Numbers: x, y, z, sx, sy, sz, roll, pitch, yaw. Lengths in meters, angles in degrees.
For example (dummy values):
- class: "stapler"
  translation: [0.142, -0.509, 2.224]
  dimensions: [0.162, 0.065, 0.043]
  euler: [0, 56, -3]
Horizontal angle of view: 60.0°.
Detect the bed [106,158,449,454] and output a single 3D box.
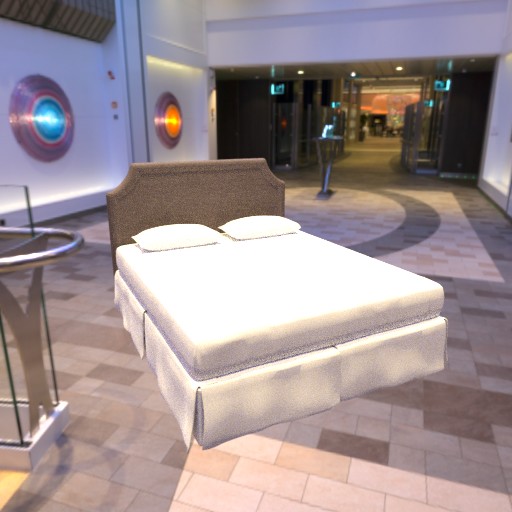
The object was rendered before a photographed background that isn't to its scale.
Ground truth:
- class: "bed"
  translation: [0.000, 0.000, 4.201]
  dimensions: [2.350, 1.590, 2.773]
  euler: [-8, 19, -26]
